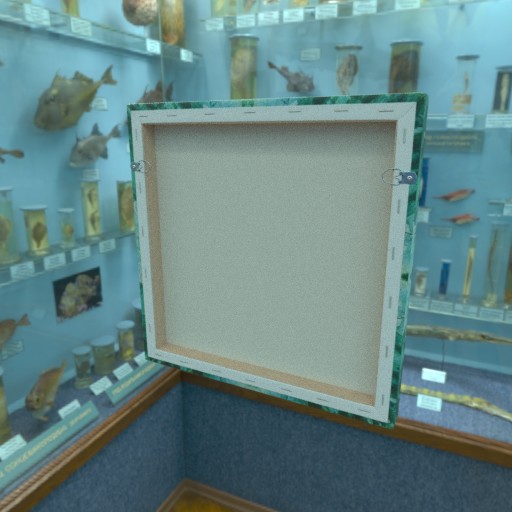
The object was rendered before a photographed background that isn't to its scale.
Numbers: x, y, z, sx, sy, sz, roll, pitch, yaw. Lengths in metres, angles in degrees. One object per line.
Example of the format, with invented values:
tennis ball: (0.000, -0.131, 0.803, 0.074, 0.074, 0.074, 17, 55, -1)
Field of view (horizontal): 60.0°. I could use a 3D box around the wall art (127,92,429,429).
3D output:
wall art: (0.000, 0.000, 0.761, 0.507, 0.508, 0.038, 8, 17, 26)
